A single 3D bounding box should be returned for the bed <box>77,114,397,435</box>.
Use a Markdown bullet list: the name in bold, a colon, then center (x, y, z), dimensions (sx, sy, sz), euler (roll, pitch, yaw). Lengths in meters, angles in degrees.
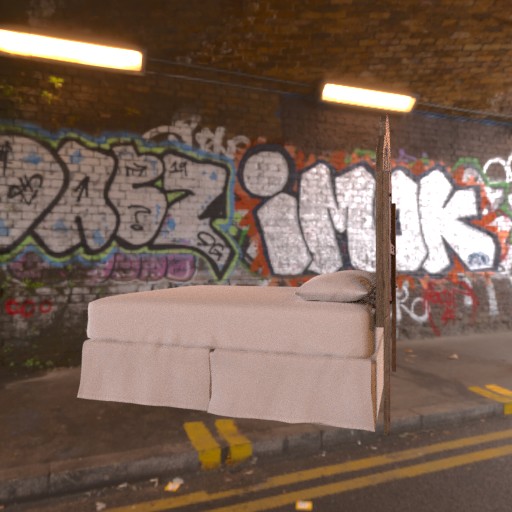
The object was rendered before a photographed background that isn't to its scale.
- **bed**: center (0.000, 0.000, 3.570), dimensions (2.138, 2.019, 1.713), euler (0, -1, 19)
